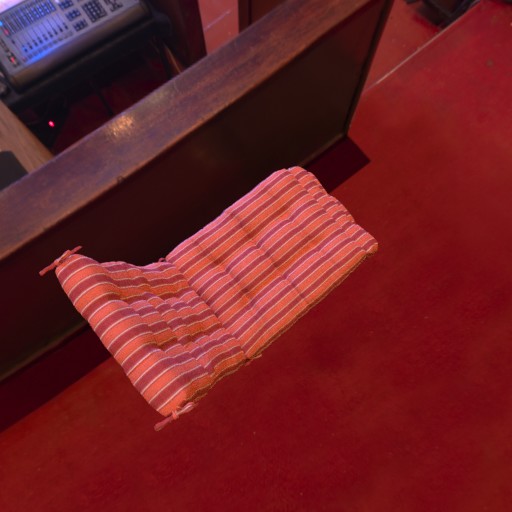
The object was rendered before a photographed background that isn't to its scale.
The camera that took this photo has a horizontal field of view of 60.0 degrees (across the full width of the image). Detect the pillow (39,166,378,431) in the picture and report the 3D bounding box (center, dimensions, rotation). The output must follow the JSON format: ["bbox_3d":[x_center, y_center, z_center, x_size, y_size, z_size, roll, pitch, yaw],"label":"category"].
[{"bbox_3d":[0.000,0.000,1.523,1.016,0.863,0.526,-39,79,-9],"label":"pillow"}]
